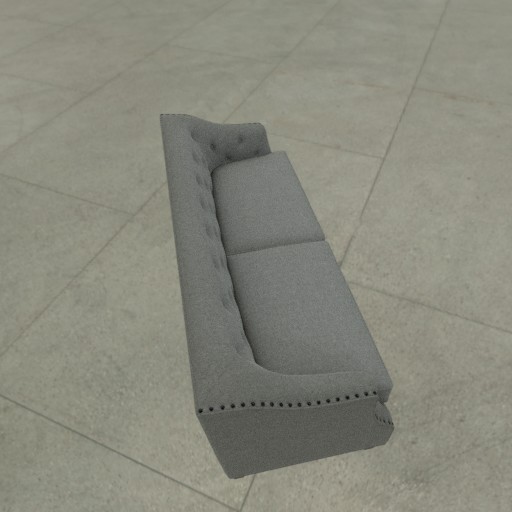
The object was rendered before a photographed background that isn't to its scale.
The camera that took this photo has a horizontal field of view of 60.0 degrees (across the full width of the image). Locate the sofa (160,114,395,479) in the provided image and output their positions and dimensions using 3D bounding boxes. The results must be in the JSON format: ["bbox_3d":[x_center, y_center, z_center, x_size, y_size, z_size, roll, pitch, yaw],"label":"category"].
[{"bbox_3d":[0.000,0.000,2.691,0.914,0.901,2.235,-9,47,-8],"label":"sofa"}]
